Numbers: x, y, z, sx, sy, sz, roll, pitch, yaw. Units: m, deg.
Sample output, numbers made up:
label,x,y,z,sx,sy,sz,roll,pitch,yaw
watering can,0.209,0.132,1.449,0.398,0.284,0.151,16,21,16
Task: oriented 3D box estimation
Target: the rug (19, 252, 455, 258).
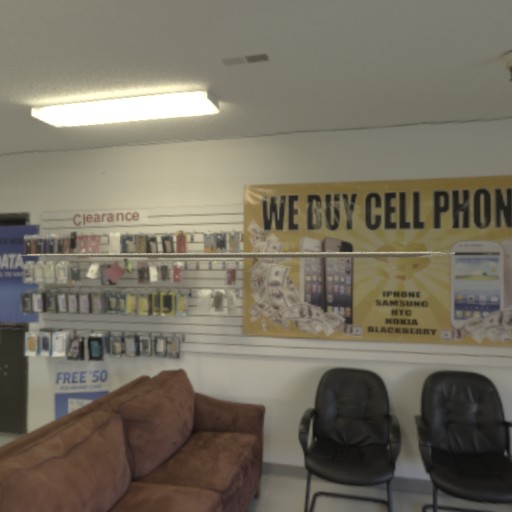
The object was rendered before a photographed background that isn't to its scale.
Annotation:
label,x,y,z,sx,sy,sz,roll,pitch,yaw
rug,0.000,0.000,3.853,2.910,0.013,2.256,0,-1,17
